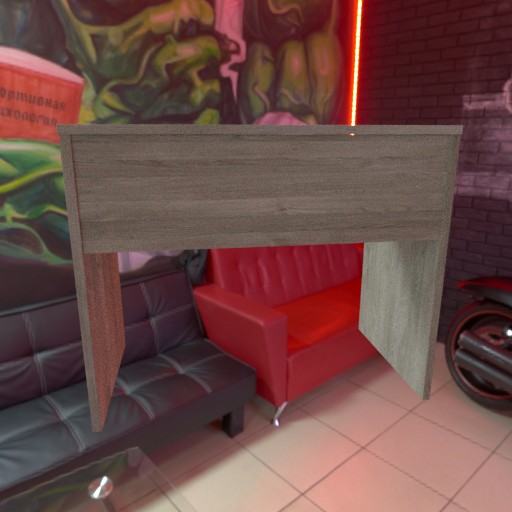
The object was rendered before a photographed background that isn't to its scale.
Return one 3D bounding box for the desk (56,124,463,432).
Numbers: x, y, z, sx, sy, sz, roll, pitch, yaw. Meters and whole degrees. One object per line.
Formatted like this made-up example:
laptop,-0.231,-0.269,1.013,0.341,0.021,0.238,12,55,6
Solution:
desk,0.000,0.000,1.292,0.893,0.724,0.498,-2,16,-9
